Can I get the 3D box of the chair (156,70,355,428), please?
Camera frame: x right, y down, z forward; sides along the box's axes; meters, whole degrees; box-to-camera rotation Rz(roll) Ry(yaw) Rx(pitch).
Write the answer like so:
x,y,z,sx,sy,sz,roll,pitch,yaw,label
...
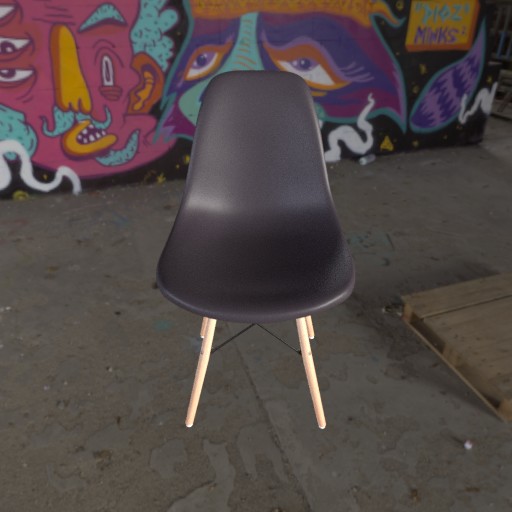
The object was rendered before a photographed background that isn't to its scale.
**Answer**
x,y,z,sx,sy,sz,roll,pitch,yaw,label
0.000,0.000,1.149,0.470,0.825,0.533,0,30,1,chair
